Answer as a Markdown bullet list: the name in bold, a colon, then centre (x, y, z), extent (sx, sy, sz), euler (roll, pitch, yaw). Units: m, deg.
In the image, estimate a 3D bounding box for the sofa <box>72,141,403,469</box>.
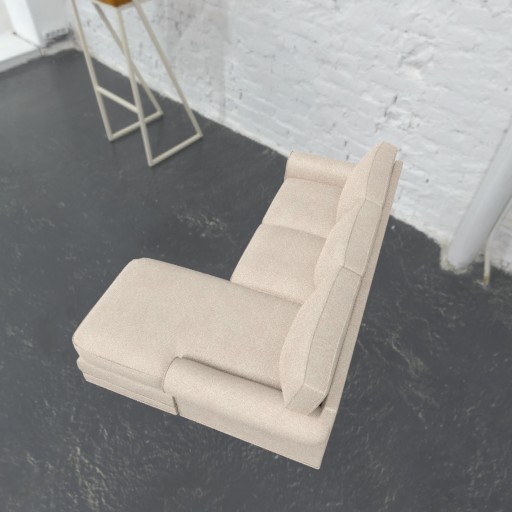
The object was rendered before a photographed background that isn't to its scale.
- **sofa**: centre (0.000, 0.000, 2.388), extent (1.226, 0.734, 1.770), euler (16, 49, 14)
